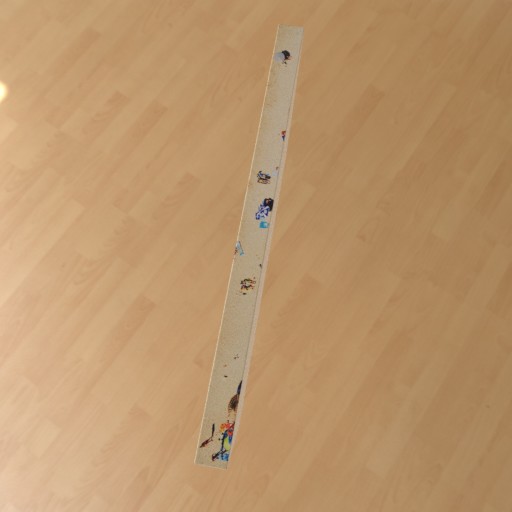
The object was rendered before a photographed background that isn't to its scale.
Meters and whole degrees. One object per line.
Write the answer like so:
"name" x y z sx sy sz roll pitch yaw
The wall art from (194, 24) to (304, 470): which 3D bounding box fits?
"wall art" 0.000 0.000 1.141 0.057 0.595 0.894 10 76 2
